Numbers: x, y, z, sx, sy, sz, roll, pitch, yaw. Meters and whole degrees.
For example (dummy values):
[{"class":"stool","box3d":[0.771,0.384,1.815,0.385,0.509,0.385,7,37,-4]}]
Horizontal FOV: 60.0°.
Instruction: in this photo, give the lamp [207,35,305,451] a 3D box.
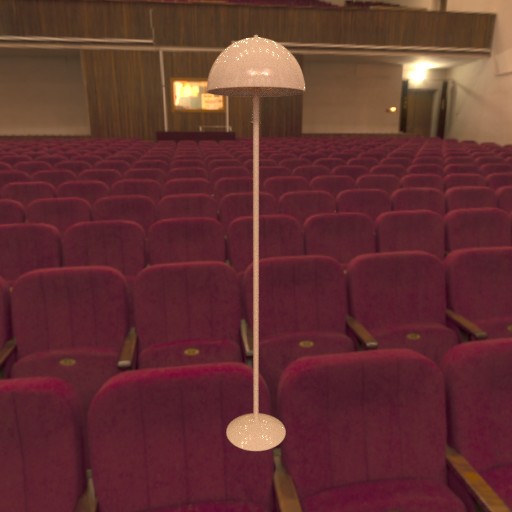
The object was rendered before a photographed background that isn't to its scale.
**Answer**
[{"class":"lamp","box3d":[0.000,0.000,1.626,0.328,1.480,0.328,-2,15,-8]}]
